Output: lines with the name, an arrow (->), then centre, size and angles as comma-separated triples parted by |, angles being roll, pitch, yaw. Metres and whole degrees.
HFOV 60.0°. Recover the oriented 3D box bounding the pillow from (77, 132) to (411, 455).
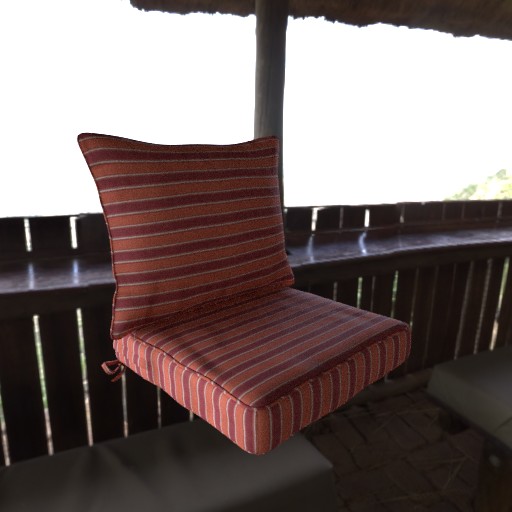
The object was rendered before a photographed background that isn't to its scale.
pillow -> 0.000, 0.000, 1.346 | 0.799, 0.723, 0.733 | -13, 19, -42
